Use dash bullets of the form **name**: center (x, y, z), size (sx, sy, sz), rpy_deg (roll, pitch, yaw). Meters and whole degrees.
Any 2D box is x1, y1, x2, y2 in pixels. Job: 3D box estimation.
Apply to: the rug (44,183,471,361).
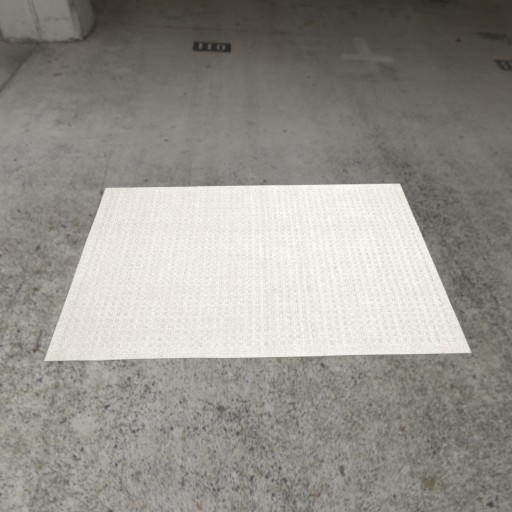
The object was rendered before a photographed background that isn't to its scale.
- **rug**: center (0.000, 0.000, 2.904), size (2.289, 0.006, 1.523), rpy_deg (-1, 46, -1)
